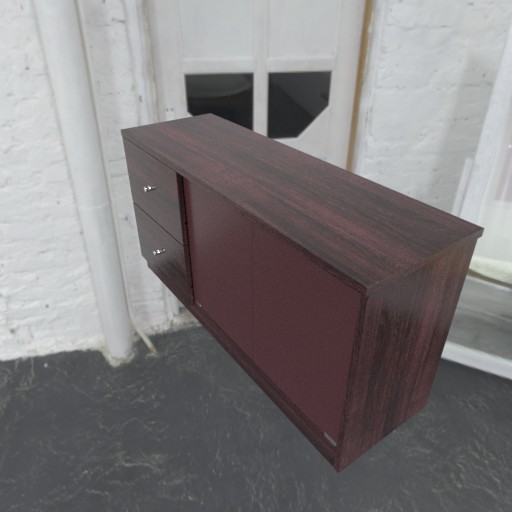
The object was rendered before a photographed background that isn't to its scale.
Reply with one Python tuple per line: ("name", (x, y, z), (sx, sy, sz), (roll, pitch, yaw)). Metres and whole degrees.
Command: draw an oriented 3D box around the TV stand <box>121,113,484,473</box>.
("TV stand", (0.000, 0.000, 1.466), (0.404, 0.614, 1.192), (-21, 38, -30))
